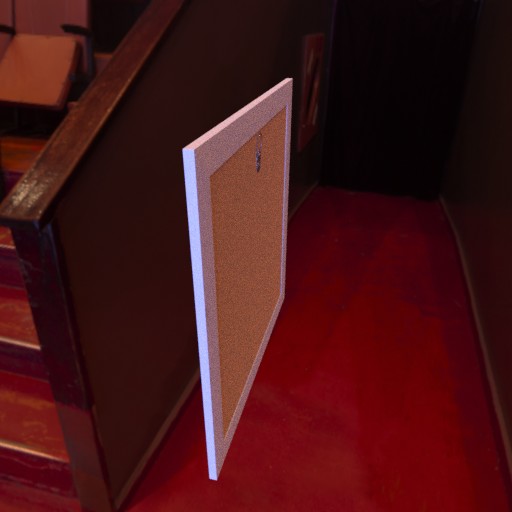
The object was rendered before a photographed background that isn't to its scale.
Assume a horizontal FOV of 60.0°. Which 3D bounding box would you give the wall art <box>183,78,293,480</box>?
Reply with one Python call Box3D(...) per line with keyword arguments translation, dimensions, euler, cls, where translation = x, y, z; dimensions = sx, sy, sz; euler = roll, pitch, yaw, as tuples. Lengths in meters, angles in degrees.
Box3D(translation=(0.000, 0.000, 0.866), dimensions=(0.015, 0.577, 0.572), euler=(7, 30, 13), cls="wall art")
